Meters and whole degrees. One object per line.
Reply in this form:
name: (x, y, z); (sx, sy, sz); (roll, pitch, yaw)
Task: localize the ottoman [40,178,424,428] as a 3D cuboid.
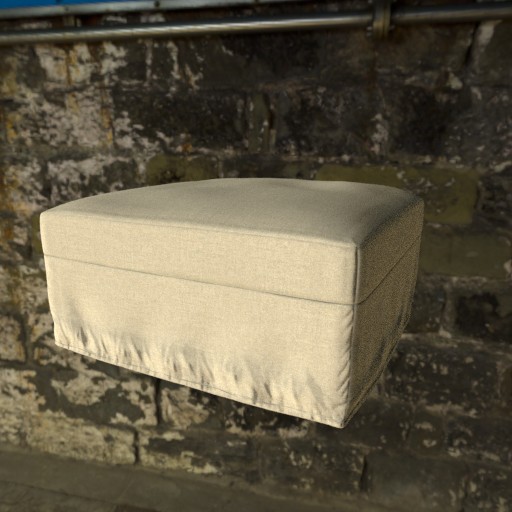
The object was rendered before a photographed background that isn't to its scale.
ottoman: (0.000, 0.000, 1.318); (0.843, 0.436, 0.840); (7, 16, 27)
